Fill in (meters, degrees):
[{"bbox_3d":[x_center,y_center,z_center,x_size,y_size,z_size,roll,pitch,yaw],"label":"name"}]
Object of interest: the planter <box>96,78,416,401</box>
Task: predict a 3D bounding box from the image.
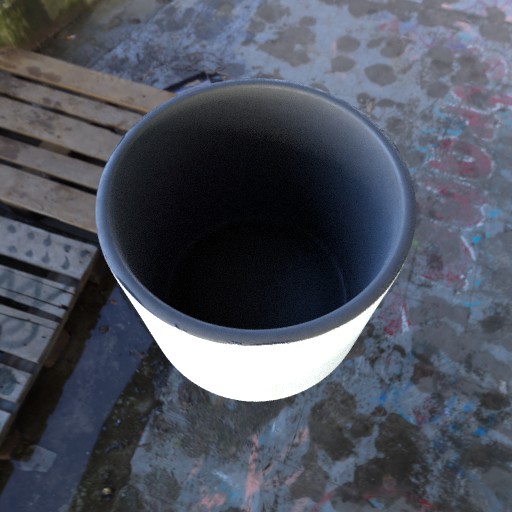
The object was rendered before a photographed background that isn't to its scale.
[{"bbox_3d":[0.000,0.000,0.390,0.221,0.201,0.221,0,63,0],"label":"planter"}]
